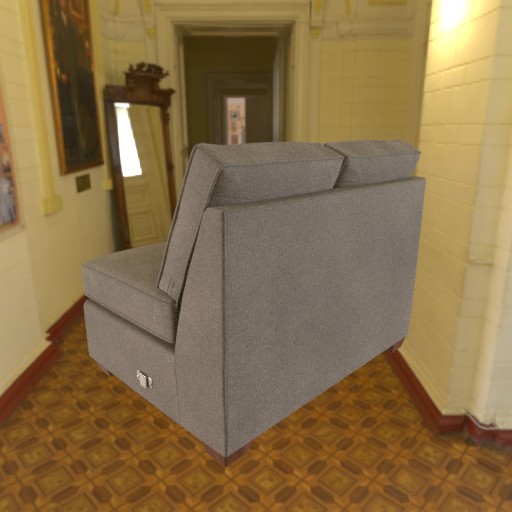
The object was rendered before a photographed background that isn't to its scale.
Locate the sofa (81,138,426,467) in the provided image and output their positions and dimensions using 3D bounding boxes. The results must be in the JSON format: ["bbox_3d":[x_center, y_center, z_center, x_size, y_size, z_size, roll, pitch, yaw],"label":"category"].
[{"bbox_3d":[0.000,0.000,1.975,0.951,1.008,1.237,15,22,42],"label":"sofa"}]
